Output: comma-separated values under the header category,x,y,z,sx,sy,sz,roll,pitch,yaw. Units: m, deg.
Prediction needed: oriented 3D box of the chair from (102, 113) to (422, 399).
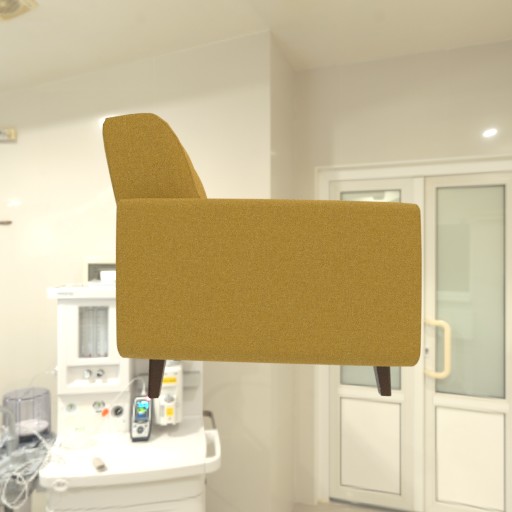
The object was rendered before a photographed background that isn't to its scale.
category,x,y,z,sx,sy,sz,roll,pitch,yaw
chair,0.000,0.000,1.570,0.909,0.841,0.831,0,0,-2
